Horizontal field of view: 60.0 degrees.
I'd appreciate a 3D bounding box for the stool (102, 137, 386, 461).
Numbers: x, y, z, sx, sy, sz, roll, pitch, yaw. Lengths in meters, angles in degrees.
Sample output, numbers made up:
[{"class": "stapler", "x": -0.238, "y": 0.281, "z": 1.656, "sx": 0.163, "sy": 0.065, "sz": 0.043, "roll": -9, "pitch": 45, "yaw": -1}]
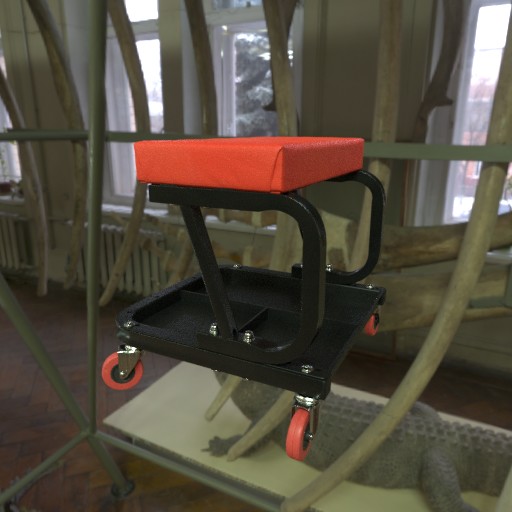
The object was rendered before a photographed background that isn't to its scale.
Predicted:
[{"class": "stool", "x": 0.000, "y": 0.000, "z": 0.742, "sx": 0.371, "sy": 0.380, "sz": 0.446, "roll": 8, "pitch": 18, "yaw": 26}]
